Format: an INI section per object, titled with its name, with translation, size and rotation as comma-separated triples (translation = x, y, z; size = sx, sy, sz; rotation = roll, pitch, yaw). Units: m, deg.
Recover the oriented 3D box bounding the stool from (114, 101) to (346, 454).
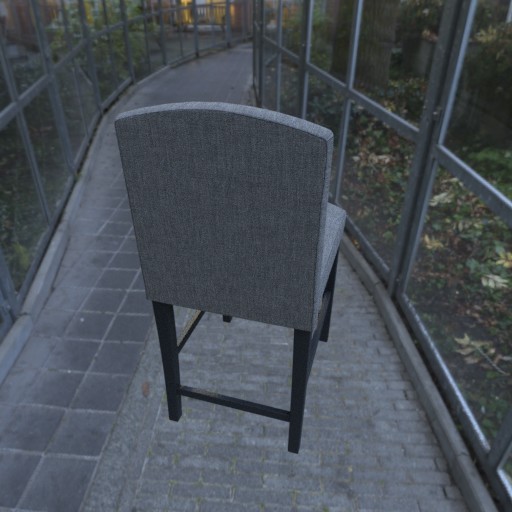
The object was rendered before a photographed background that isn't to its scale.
[stool]
translation = 0.000, 0.000, 1.289
size = 0.451, 0.966, 0.552
rotation = 9, 33, 14
